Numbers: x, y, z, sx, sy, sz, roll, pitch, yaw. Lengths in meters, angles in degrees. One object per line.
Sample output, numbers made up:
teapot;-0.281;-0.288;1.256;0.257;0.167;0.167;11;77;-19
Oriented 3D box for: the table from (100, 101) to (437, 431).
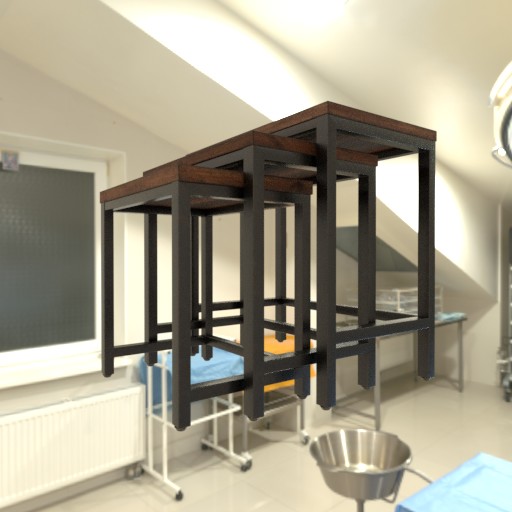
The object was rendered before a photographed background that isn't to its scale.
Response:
table;0.000;0.000;1.145;0.660;0.616;0.608;0;1;-36
